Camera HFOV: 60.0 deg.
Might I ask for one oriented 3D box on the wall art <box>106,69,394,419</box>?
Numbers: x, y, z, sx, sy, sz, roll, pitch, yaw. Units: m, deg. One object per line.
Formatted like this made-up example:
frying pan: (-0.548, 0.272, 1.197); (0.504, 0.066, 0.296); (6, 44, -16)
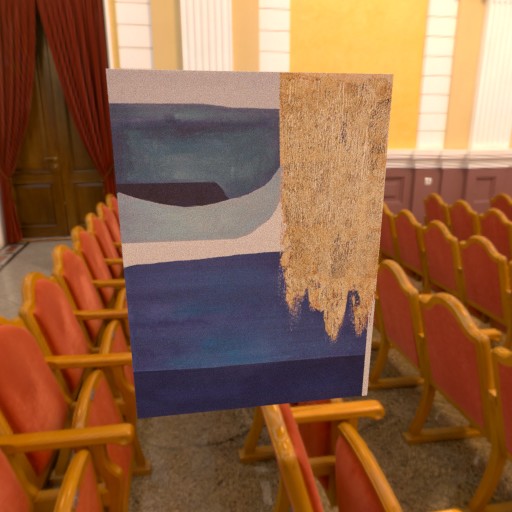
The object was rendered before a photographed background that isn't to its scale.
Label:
wall art: (0.000, 0.000, 0.797); (0.458, 0.613, 0.026); (-3, 17, -9)
